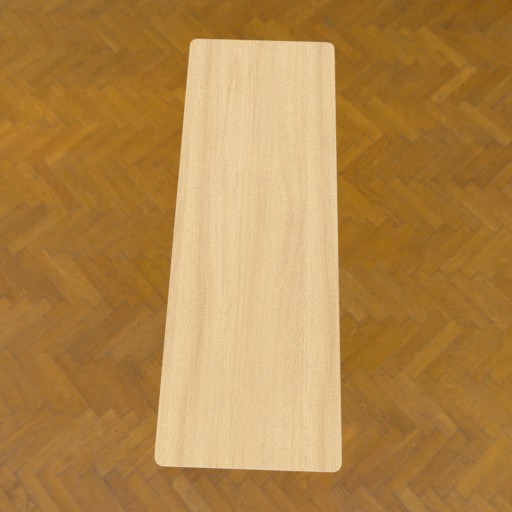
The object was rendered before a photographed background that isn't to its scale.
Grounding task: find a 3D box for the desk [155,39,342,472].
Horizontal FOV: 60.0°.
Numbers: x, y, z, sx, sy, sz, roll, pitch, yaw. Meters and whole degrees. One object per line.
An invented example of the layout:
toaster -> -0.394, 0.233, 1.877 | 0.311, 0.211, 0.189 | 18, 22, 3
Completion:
desk -> 0.000, 0.000, 1.855 | 0.550, 0.755, 1.500 | 2, 74, 0
